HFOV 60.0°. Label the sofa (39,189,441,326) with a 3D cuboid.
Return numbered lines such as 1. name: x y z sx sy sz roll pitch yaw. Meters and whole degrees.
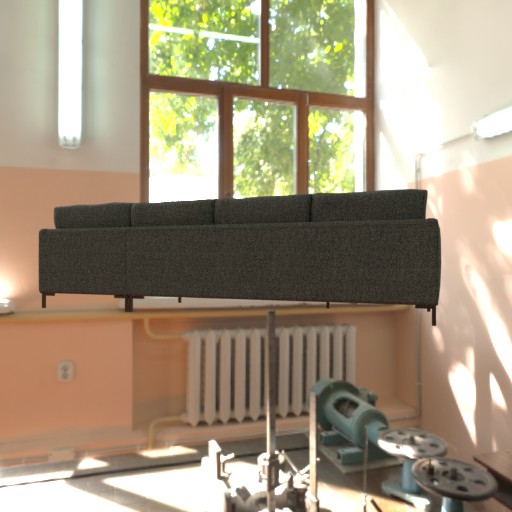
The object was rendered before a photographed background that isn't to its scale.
1. sofa: 0.000 0.000 3.639 2.737 0.756 1.879 0 0 19
